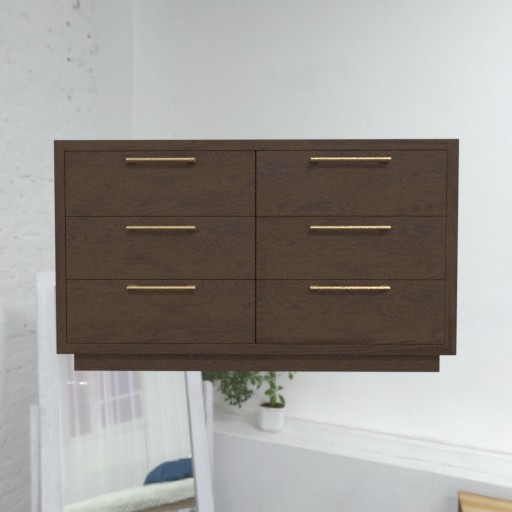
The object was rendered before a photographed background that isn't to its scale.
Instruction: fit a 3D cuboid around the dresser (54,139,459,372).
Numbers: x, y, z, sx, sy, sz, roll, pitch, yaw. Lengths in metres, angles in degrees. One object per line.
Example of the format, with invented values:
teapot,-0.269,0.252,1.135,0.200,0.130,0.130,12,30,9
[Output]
dresser,0.000,0.000,1.897,1.523,0.889,0.512,0,2,1
